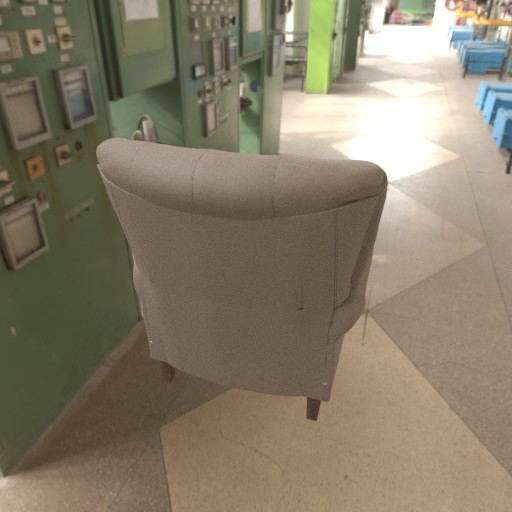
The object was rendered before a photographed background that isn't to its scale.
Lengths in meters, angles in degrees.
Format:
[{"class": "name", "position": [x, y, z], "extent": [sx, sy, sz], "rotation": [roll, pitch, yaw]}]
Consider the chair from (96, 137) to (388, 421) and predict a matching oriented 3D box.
[{"class": "chair", "position": [0.000, 0.000, 1.906], "extent": [0.999, 1.138, 1.041], "rotation": [10, 32, 16]}]
